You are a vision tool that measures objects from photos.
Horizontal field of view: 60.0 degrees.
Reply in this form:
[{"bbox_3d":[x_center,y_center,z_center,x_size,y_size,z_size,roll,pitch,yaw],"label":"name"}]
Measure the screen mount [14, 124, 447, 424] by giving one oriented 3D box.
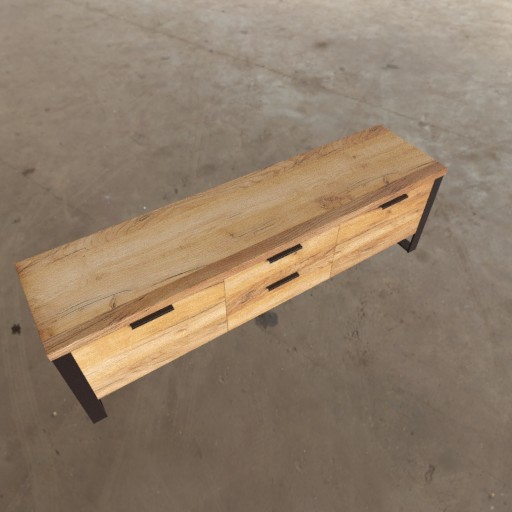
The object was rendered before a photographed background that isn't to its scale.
[{"bbox_3d":[0.000,0.000,1.702,1.524,0.450,0.395,-25,52,-21],"label":"screen mount"}]
